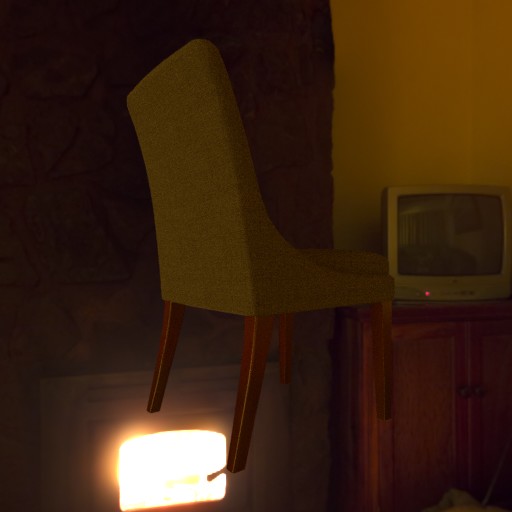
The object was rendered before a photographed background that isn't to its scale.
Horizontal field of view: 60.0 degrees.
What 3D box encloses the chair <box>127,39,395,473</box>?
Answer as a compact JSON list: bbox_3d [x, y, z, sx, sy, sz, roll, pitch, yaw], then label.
[{"bbox_3d":[0.000,0.000,1.305,0.655,0.952,0.508,0,0,-36],"label":"chair"}]
